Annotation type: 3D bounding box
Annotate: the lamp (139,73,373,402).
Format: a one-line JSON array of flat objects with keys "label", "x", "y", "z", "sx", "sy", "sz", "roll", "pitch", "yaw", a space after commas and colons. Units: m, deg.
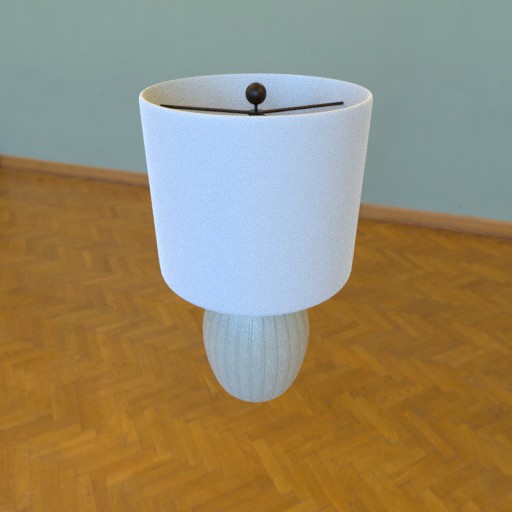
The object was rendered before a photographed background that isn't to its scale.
[{"label": "lamp", "x": 0.000, "y": 0.000, "z": 0.773, "sx": 0.329, "sy": 0.570, "sz": 0.329, "roll": 9, "pitch": 32, "yaw": 15}]
